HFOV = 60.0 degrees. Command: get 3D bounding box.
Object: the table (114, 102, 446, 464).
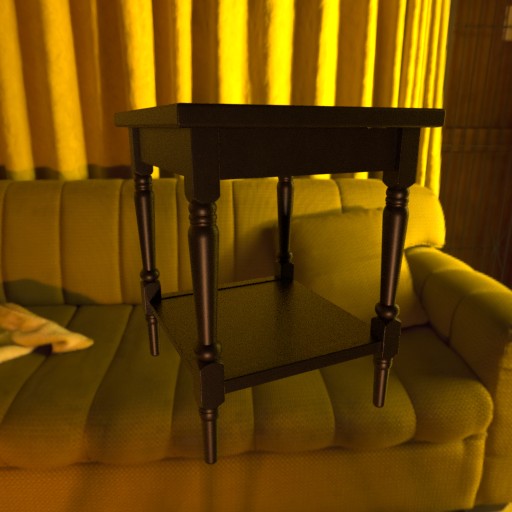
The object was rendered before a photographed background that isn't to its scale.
[{"bbox_3d":[0.000,0.000,0.907,0.442,0.565,0.488,-8,18,-24],"label":"table"}]
